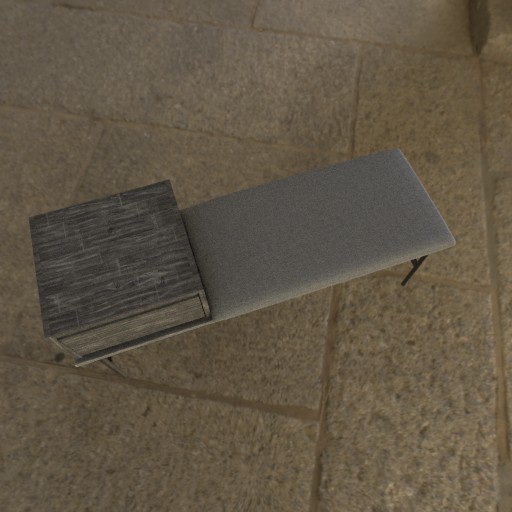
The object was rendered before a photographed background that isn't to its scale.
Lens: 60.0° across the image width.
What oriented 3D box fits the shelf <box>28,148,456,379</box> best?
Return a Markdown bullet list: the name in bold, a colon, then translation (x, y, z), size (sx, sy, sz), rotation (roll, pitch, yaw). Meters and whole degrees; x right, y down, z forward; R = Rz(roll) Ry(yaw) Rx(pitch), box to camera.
- **shelf**: translation (0.000, 0.000, 1.637), size (1.342, 0.633, 0.457), rotation (-17, 65, -8)
